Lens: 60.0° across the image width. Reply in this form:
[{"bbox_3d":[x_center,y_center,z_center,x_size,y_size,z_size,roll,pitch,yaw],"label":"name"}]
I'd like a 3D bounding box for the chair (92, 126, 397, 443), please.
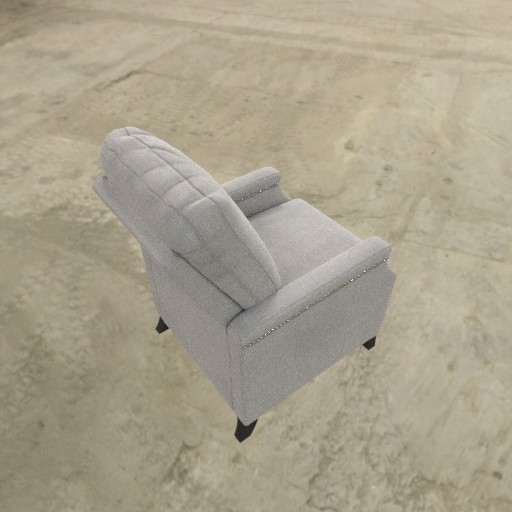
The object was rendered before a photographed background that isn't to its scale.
[{"bbox_3d":[0.000,0.000,1.681,0.922,1.049,0.710,-26,48,-27],"label":"chair"}]
